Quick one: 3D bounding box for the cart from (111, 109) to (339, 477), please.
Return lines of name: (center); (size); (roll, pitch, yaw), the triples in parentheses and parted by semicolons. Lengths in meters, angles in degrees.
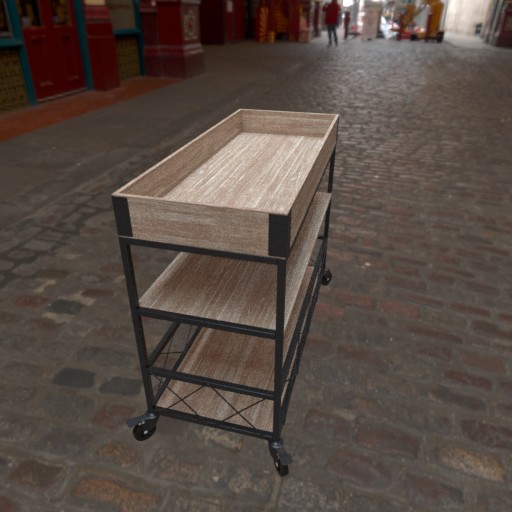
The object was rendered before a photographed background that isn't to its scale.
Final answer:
cart: (0.000, 0.000, 1.538); (0.500, 0.787, 1.101); (8, 30, 13)
